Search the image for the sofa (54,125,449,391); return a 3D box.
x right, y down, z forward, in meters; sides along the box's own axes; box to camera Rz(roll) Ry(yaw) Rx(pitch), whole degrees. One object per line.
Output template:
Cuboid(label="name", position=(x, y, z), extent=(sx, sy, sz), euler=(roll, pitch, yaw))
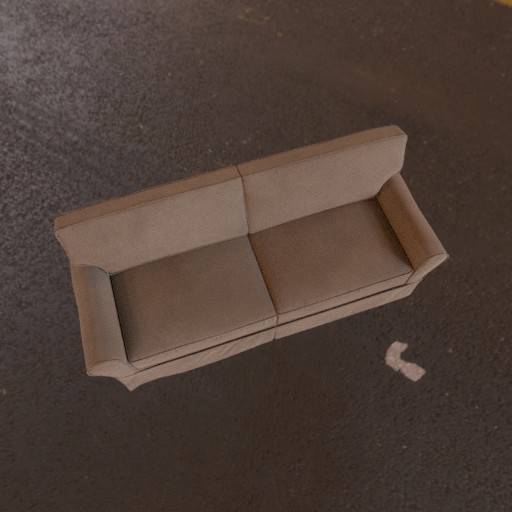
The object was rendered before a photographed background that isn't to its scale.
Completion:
Cuboid(label="sofa", position=(0.000, 0.000, 2.812), extent=(2.246, 1.014, 0.900), euler=(-17, 65, -8))
